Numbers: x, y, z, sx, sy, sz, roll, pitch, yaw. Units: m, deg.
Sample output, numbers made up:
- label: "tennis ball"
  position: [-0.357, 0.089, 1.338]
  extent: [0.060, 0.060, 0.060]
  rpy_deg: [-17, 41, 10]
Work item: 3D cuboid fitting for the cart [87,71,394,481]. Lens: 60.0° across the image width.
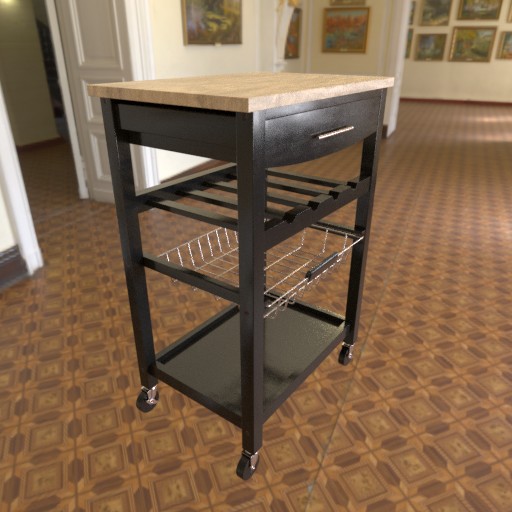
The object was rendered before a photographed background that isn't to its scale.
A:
- label: "cart"
  position: [0.000, 0.000, 1.138]
  extent: [0.403, 0.839, 0.584]
  rpy_deg: [18, 31, 33]
